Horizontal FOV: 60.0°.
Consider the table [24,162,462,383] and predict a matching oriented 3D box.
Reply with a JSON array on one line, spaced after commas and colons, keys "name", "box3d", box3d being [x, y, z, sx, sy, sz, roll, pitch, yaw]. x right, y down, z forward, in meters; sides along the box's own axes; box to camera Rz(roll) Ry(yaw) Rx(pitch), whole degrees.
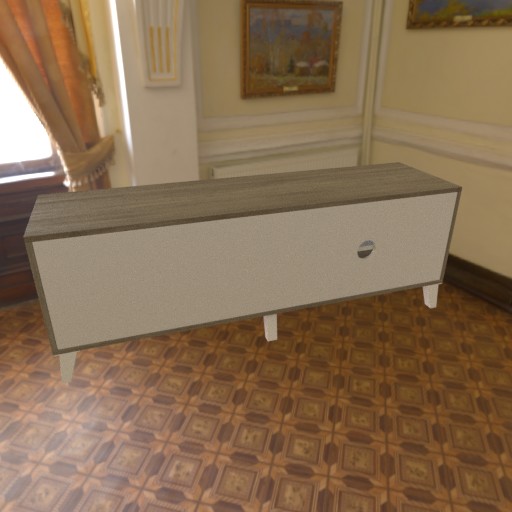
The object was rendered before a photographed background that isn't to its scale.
[{"name": "table", "box3d": [0.000, 0.000, 1.735, 1.500, 0.530, 0.400, -8, 27, -17]}]
